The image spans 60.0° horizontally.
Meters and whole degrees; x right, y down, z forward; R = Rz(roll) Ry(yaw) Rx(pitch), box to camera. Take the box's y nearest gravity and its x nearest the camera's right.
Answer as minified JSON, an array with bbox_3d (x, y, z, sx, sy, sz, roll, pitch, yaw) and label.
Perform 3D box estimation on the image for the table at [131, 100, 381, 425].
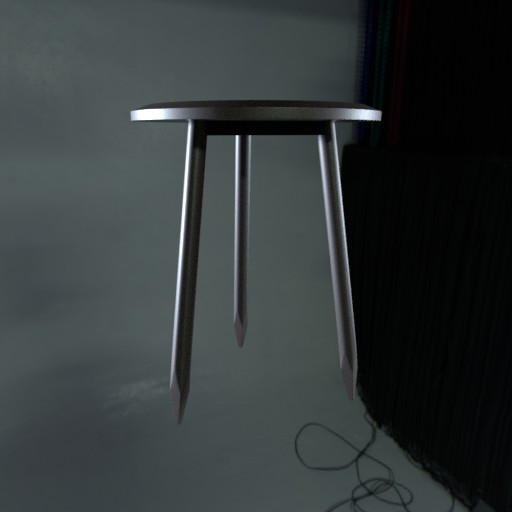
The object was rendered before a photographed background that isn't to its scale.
[{"bbox_3d":[0.000,0.000,0.915,0.457,0.585,0.457,0,16,0],"label":"table"}]
